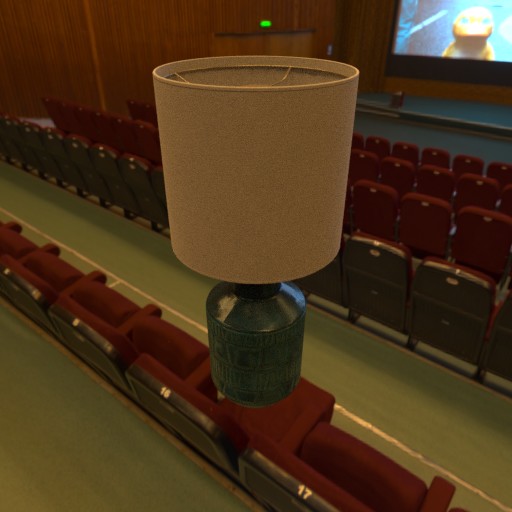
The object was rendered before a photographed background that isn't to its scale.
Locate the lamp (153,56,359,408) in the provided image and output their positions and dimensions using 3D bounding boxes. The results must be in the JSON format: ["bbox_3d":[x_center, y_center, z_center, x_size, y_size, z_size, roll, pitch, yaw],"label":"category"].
[{"bbox_3d":[0.000,0.000,0.578,0.211,0.455,0.211,22,37,33],"label":"lamp"}]
